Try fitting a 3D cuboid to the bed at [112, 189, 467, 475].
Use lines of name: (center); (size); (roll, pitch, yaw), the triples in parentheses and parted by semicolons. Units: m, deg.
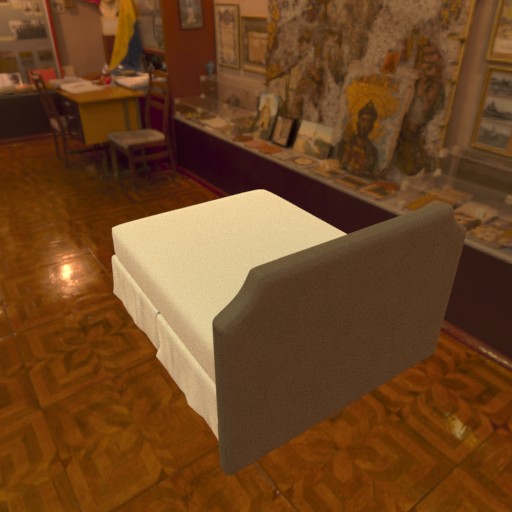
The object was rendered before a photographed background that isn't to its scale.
bed: (0.000, 0.000, 3.378); (1.831, 1.297, 2.181); (-19, 35, -29)
